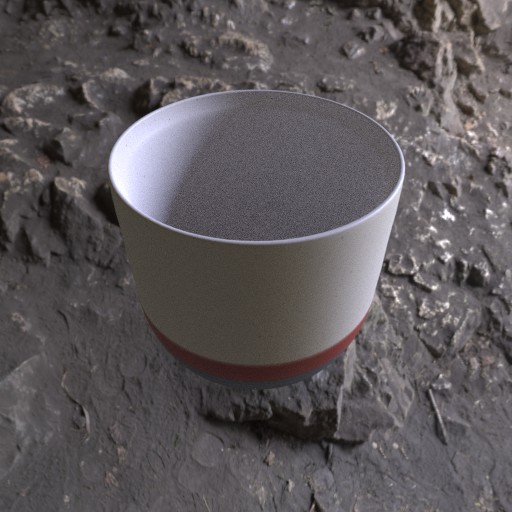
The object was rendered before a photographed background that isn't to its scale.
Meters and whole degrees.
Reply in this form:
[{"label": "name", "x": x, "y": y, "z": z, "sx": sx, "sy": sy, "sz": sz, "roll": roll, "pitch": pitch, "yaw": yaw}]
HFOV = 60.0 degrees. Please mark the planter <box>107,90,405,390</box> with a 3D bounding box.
[{"label": "planter", "x": 0.000, "y": 0.000, "z": 0.498, "sx": 0.268, "sy": 0.270, "sz": 0.268, "roll": 0, "pitch": 43, "yaw": 0}]
